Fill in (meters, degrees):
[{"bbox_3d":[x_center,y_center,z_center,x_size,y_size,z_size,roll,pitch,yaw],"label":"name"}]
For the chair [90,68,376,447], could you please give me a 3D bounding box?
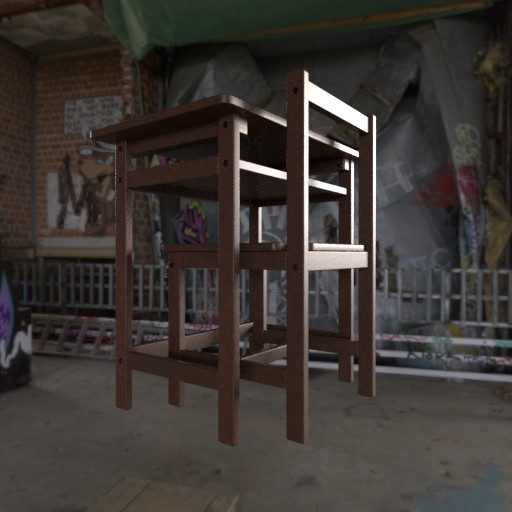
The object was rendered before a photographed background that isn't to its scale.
[{"bbox_3d":[0.000,0.000,1.062,0.463,0.673,0.599,0,0,37],"label":"chair"}]
